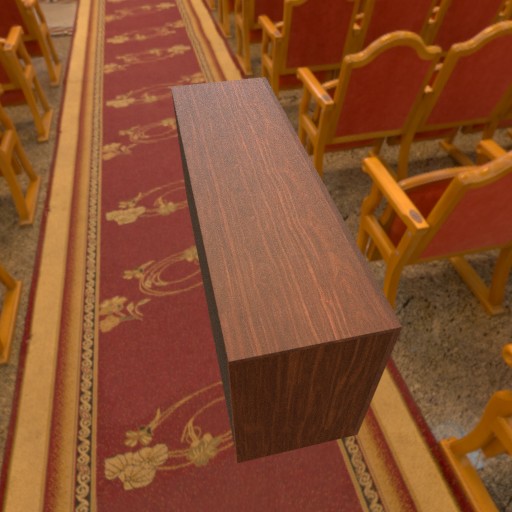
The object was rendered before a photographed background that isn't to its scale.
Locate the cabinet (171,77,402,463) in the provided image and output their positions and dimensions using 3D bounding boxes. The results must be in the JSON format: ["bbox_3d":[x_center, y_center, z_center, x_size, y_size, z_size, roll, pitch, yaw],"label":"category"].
[{"bbox_3d":[0.000,0.000,2.046,0.505,0.940,1.575,-9,47,-9],"label":"cabinet"}]
